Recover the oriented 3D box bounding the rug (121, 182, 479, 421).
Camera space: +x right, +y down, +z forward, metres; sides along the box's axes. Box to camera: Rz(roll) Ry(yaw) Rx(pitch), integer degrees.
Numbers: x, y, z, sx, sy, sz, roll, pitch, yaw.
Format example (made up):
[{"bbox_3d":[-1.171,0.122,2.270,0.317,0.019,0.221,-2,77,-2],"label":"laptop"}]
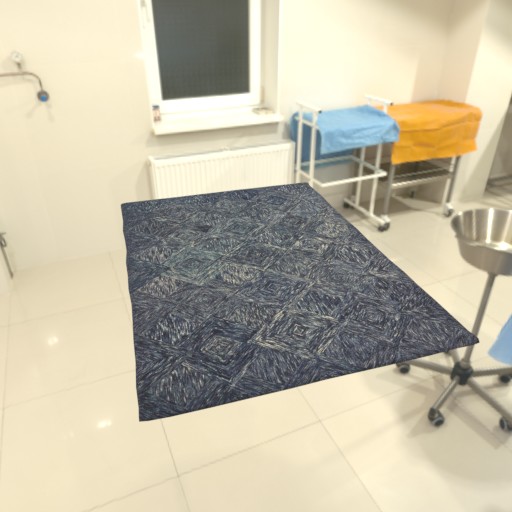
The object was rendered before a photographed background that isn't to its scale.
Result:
[{"bbox_3d":[0.000,0.000,4.186,2.385,0.024,3.245,-9,32,-14],"label":"rug"}]
